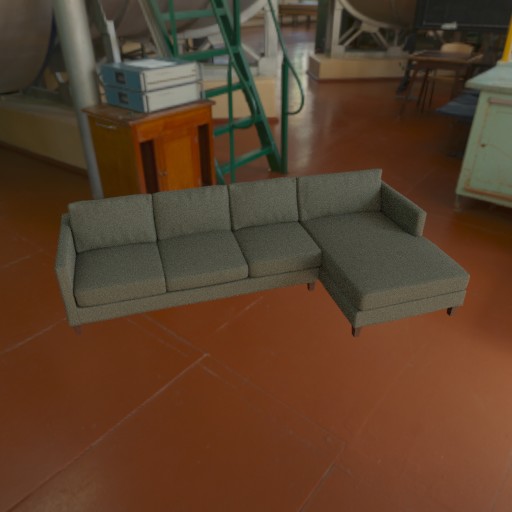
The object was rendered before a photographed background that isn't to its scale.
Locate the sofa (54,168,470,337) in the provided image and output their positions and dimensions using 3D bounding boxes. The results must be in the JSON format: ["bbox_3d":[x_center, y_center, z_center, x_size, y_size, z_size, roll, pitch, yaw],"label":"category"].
[{"bbox_3d":[0.000,0.000,3.847,3.186,0.861,1.625,-9,33,-14],"label":"sofa"}]
